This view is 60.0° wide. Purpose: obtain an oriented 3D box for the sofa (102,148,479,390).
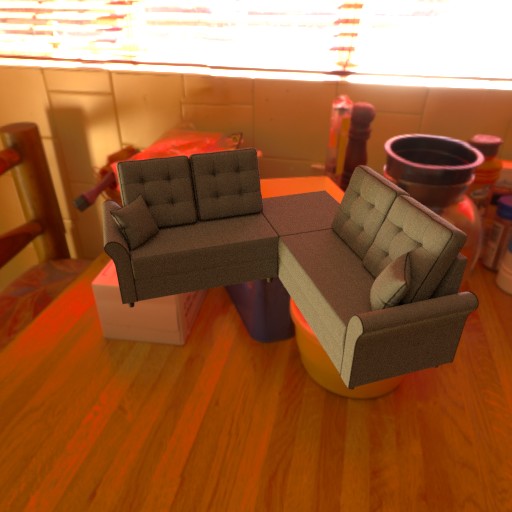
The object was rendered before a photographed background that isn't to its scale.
[{"bbox_3d":[0.000,0.000,3.197,2.068,0.988,2.070,-9,33,-15],"label":"sofa"}]
